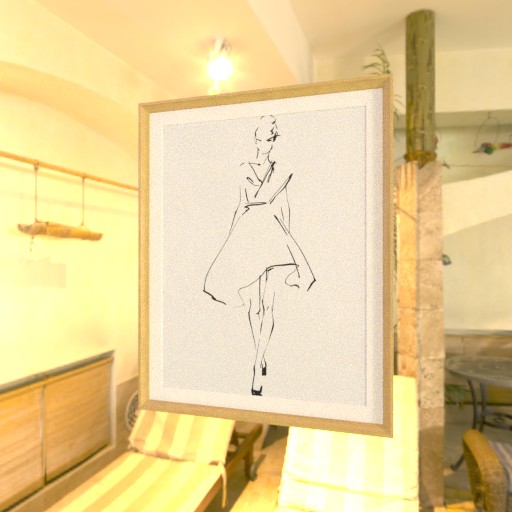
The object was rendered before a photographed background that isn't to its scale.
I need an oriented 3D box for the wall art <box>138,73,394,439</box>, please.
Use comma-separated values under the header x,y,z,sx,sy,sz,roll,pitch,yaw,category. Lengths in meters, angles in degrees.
x,y,z,sx,sy,sz,roll,pitch,yaw,category
0.000,0.000,1.348,0.798,1.002,0.030,0,0,17,wall art
